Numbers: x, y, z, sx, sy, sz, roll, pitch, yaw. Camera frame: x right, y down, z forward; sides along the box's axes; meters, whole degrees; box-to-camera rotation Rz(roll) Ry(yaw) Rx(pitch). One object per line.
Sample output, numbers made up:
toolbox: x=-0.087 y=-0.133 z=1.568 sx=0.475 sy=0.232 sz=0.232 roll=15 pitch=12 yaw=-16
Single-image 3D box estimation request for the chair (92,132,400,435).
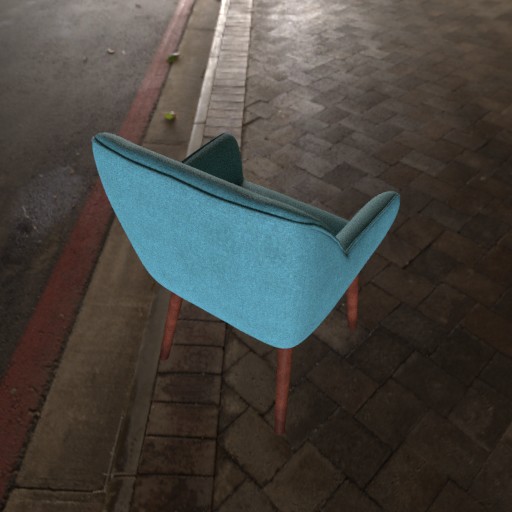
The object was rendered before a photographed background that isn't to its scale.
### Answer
chair: x=0.000 y=0.000 z=1.155 sx=0.543 sy=0.803 sz=0.519 roll=25 pitch=51 yaw=23
